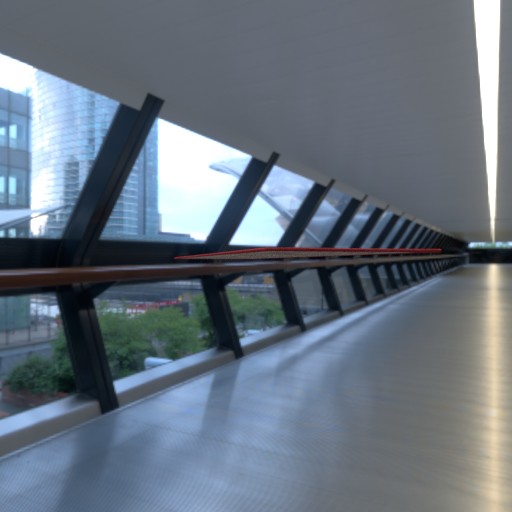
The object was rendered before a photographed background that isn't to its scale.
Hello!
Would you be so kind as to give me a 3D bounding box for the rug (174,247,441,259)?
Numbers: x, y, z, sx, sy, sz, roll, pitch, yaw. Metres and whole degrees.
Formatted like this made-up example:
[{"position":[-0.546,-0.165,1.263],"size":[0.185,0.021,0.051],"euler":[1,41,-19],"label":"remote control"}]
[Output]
[{"position":[0.000,0.000,2.560],"size":[0.659,0.015,2.292],"euler":[0,-1,-17],"label":"rug"}]
